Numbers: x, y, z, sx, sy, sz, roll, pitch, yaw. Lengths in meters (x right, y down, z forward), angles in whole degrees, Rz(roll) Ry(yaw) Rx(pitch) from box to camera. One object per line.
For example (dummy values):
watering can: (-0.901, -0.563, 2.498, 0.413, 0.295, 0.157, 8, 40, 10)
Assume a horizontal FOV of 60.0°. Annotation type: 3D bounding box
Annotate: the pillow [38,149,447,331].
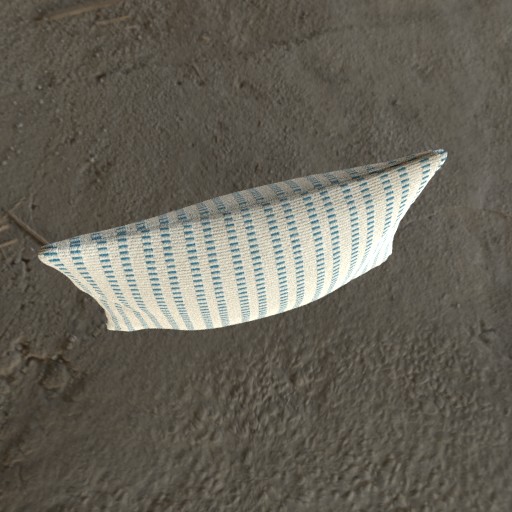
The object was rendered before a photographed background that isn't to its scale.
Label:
pillow: (0.000, 0.000, 0.805, 0.640, 0.353, 0.210, -15, 64, -7)
